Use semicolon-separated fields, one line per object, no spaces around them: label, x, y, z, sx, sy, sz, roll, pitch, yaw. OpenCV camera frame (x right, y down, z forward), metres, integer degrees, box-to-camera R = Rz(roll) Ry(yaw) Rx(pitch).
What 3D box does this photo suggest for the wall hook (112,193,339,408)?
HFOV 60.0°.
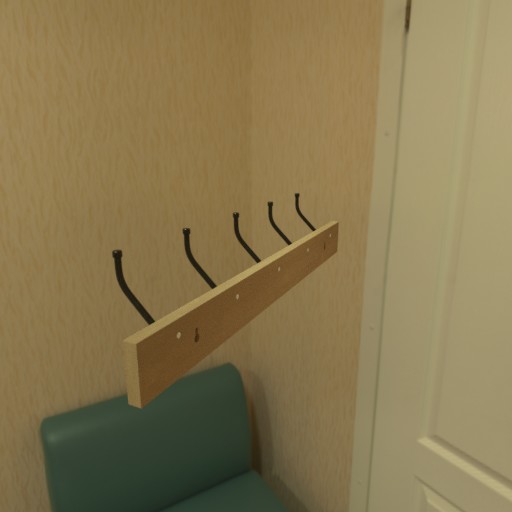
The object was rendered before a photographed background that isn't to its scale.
wall hook;0.000;0.000;0.616;0.071;0.117;0.571;8;17;25
